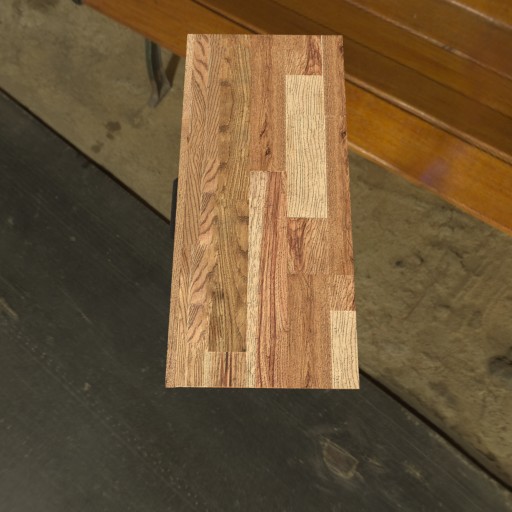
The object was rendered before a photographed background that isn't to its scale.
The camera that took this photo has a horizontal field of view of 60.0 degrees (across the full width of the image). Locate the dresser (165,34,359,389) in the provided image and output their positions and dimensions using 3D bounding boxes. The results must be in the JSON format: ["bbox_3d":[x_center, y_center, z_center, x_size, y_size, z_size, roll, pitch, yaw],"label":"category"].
[{"bbox_3d":[0.000,0.000,1.732,0.480,1.243,0.966,1,75,0],"label":"dresser"}]
